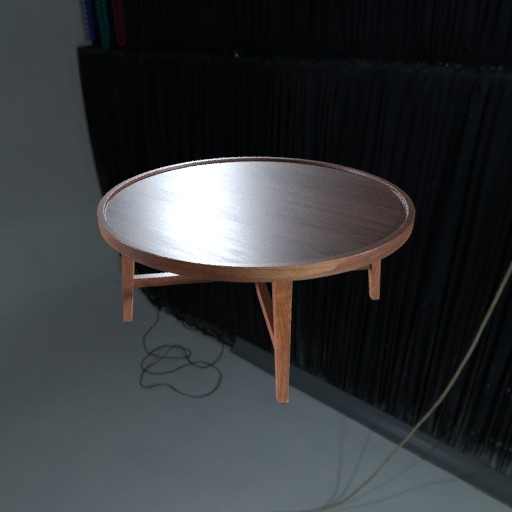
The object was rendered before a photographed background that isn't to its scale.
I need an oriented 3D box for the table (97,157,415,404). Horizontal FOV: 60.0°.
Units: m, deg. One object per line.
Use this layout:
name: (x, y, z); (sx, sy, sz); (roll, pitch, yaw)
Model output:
table: (0.000, 0.000, 1.252); (0.800, 0.360, 0.800); (0, 27, 0)
